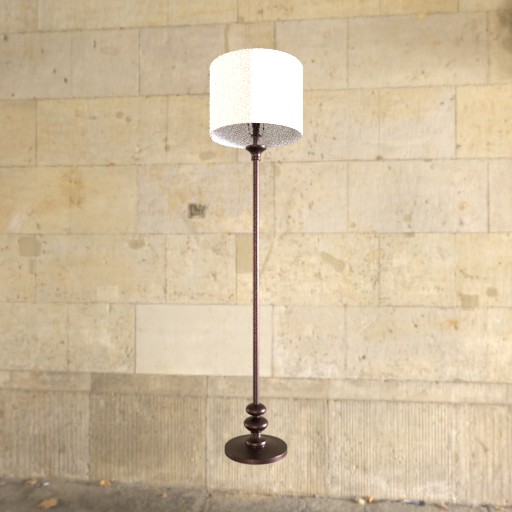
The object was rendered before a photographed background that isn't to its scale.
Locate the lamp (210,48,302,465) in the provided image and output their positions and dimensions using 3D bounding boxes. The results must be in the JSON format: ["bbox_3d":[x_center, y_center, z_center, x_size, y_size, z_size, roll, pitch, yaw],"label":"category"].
[{"bbox_3d":[0.000,0.000,1.706,0.356,1.487,0.356,1,-1,-38],"label":"lamp"}]
